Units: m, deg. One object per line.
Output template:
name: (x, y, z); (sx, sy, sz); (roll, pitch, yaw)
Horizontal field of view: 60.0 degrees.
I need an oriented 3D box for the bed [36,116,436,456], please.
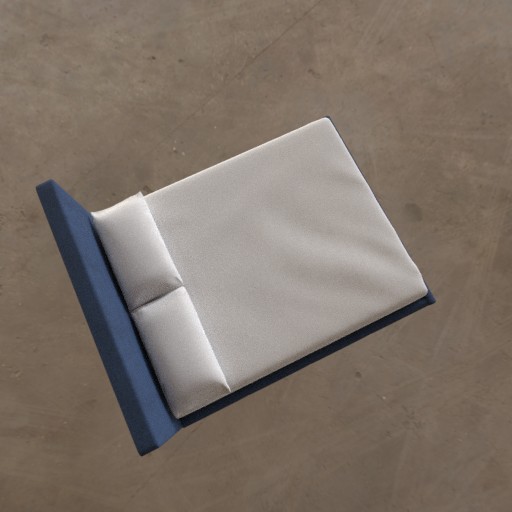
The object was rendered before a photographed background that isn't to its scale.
bed: (0.000, 0.000, 3.191); (2.172, 1.231, 1.723); (-25, 78, -6)
